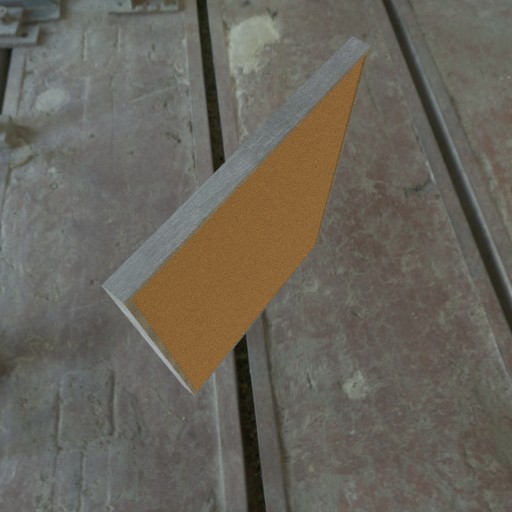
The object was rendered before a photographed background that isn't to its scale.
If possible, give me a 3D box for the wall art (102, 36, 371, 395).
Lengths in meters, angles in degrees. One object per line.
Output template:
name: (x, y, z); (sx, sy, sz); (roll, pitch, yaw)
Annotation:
wall art: (0.000, 0.000, 0.704); (0.032, 0.521, 0.421); (35, 69, 16)
